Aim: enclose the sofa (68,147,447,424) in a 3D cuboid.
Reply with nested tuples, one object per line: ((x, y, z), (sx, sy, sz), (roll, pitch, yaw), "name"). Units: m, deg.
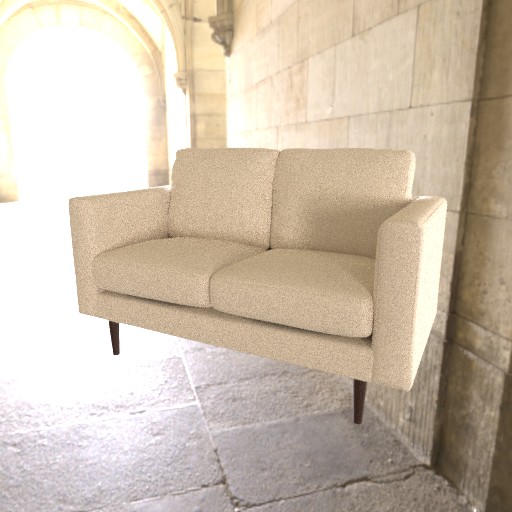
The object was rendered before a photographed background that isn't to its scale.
((0.000, 0.000, 1.910), (1.430, 0.908, 0.796), (7, 15, 27), "sofa")
